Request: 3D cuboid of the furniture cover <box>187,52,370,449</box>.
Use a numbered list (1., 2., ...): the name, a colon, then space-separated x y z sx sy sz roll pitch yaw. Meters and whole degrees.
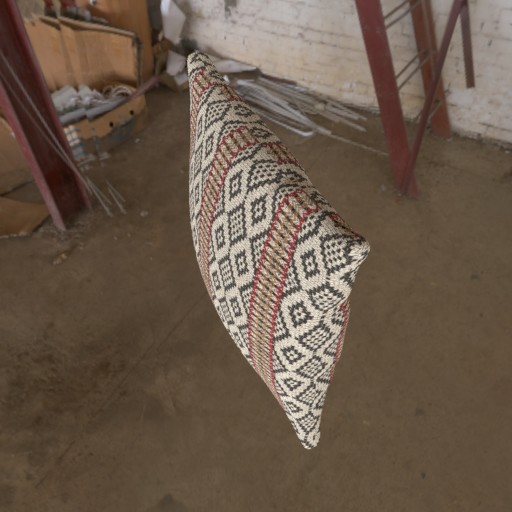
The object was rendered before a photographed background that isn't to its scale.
1. furniture cover: 0.000 0.000 0.759 0.182 0.506 0.503 -18 49 -16
